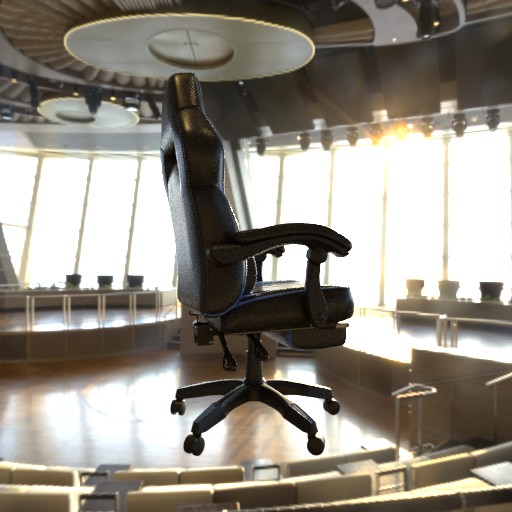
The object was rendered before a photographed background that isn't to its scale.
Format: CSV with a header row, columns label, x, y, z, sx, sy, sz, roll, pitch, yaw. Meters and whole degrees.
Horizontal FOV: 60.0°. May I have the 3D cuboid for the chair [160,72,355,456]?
label,x,y,z,sx,sy,sz,roll,pitch,yaw
chair,0.000,0.000,1.710,0.700,1.280,0.700,0,0,-18
